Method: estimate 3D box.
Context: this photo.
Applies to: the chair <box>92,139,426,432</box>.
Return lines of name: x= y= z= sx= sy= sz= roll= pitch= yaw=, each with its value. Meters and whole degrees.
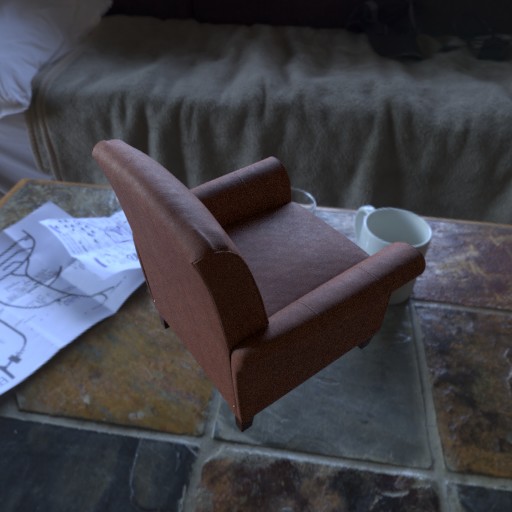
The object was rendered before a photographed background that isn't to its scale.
chair: x=0.000 y=0.000 z=1.811 sx=0.902 sy=1.061 sz=0.978 roll=-26 pitch=47 yaw=-26
